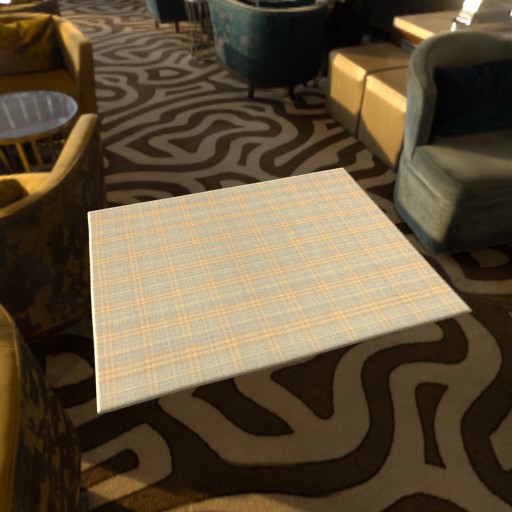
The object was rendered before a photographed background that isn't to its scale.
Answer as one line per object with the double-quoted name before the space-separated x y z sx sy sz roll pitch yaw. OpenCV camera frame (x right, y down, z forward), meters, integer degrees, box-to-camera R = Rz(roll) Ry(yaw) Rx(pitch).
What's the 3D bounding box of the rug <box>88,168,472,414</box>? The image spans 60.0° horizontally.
"rug" 0.000 0.000 4.260 3.066 0.030 2.462 -12 43 -13
